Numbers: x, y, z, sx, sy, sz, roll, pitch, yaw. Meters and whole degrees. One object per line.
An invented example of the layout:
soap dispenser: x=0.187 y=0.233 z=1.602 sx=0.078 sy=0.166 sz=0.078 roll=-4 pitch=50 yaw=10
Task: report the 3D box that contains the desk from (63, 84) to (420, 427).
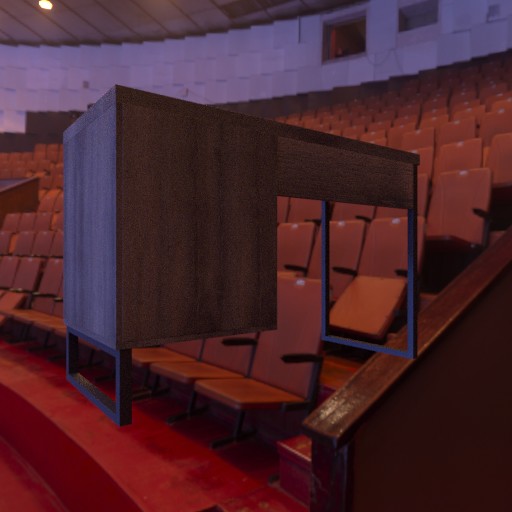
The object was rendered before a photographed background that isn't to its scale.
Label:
desk: x=0.000 y=0.000 z=1.508 sx=1.134 sy=0.752 sz=0.511 roll=0 pitch=0 yaw=-36
